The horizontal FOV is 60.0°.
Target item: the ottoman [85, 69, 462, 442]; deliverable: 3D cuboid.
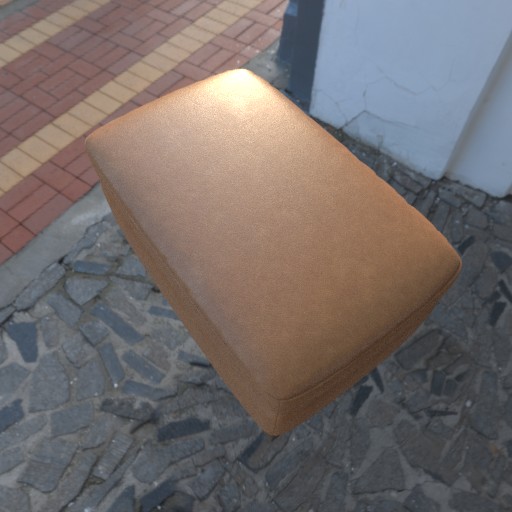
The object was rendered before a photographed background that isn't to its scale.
[{"bbox_3d":[0.000,0.000,0.971,0.420,0.480,0.670,-32,63,-18],"label":"ottoman"}]
